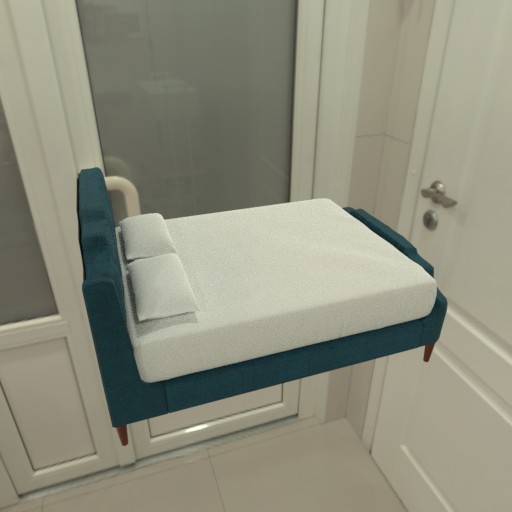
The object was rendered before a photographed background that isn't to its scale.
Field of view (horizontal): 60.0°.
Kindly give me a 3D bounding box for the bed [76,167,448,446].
[{"bbox_3d":[0.000,0.000,3.322,2.322,1.351,1.676,-10,31,-17],"label":"bed"}]
